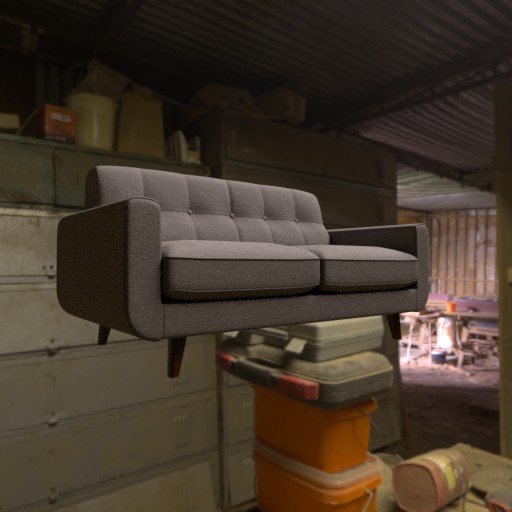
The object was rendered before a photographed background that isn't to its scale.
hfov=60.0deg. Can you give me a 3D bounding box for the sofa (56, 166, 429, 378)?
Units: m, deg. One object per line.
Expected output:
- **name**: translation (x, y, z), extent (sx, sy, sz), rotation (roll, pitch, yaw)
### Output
- **sofa**: translation (0.000, 0.000, 2.168), extent (1.631, 0.841, 0.909), rotation (1, -1, -37)
